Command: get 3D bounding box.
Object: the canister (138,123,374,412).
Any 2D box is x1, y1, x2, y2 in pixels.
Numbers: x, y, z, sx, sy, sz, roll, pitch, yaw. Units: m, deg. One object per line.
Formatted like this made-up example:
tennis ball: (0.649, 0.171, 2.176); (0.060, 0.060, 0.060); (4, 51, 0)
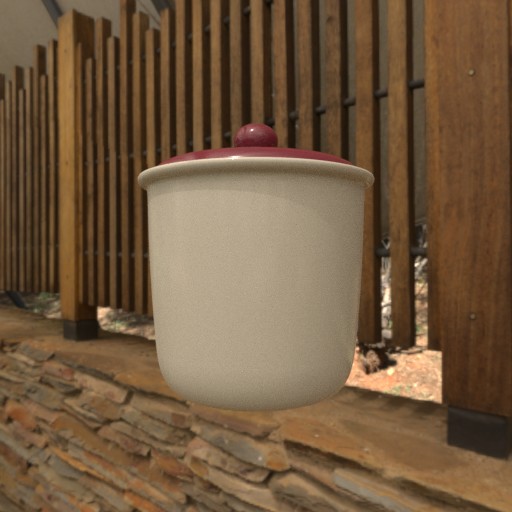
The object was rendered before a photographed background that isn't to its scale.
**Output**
canister: (0.000, 0.000, 0.353); (0.182, 0.208, 0.182); (0, 0, 0)
